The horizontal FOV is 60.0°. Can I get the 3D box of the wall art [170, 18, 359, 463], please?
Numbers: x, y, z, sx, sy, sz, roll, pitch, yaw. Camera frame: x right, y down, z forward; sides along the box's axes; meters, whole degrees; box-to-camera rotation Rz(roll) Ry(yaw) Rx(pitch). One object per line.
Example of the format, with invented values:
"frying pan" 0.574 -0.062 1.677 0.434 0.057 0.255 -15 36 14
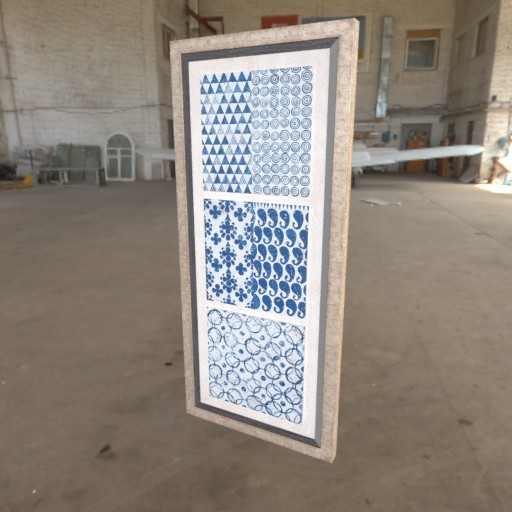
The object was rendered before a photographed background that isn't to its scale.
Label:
"wall art" 0.000 0.000 1.585 0.648 1.461 0.051 8 17 27
